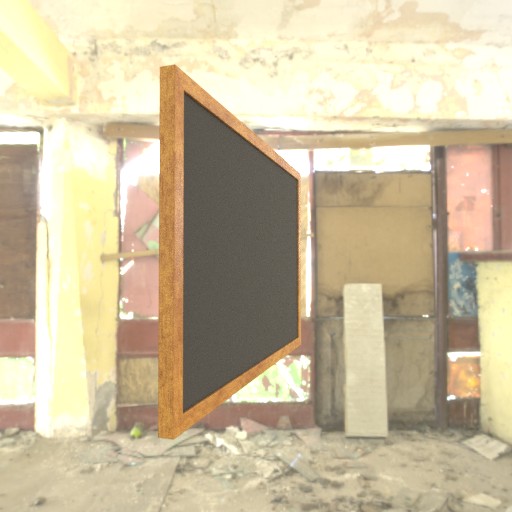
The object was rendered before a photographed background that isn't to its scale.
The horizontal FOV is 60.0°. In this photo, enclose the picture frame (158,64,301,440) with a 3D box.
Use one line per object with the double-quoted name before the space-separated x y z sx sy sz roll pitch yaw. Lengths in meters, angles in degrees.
"picture frame" 0.000 0.000 1.173 0.029 0.621 0.922 0 -1 19
